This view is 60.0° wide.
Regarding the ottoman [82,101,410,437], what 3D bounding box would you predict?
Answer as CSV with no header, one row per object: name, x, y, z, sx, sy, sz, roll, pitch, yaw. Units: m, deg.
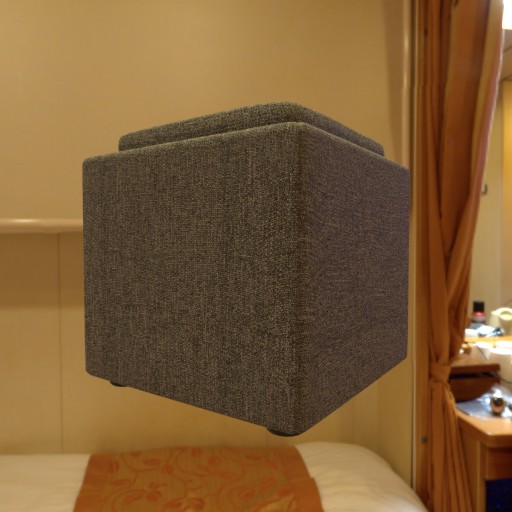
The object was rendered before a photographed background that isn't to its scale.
ottoman,0.000,0.000,0.839,0.450,0.460,0.450,2,3,35
